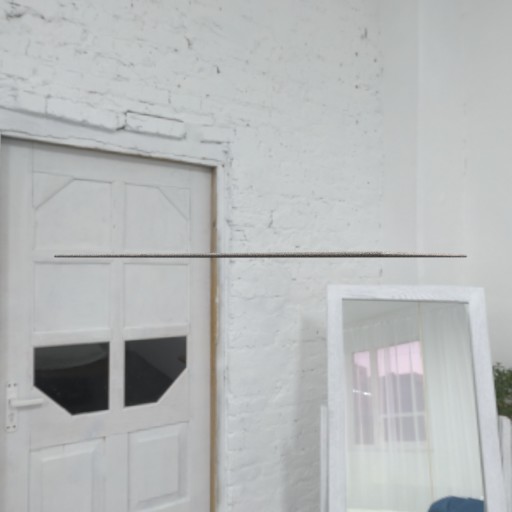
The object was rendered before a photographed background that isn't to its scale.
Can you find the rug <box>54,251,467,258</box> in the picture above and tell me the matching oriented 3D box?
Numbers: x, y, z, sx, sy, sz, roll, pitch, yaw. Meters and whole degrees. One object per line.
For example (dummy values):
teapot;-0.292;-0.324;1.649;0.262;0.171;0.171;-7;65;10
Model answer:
rug;0.000;0.000;2.353;1.829;0.016;1.219;0;0;36
